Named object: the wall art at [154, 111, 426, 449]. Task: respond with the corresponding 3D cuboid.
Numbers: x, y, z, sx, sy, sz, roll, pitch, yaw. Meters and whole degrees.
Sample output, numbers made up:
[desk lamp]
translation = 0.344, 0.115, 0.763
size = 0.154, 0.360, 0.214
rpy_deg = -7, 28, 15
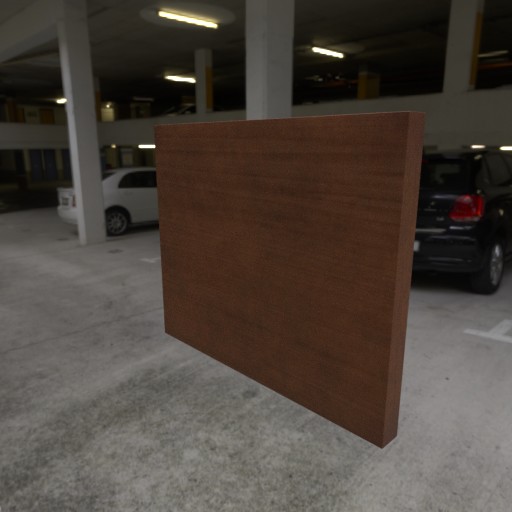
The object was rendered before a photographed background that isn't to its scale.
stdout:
[wall art]
translation = 0.000, 0.000, 0.561
size = 0.030, 0.328, 0.401
rpy_deg = -13, 19, -42
